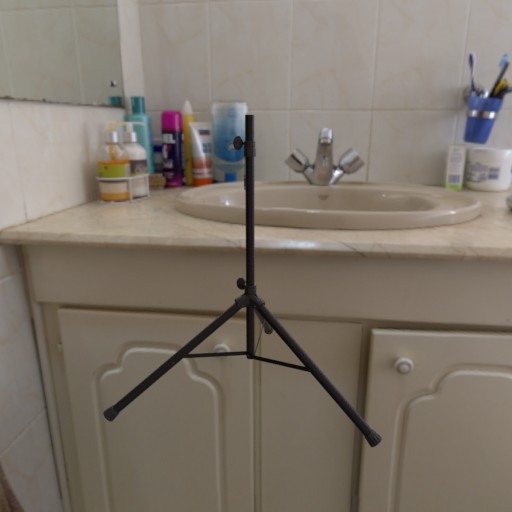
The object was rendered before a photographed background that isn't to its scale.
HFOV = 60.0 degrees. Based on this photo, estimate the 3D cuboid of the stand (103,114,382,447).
[{"bbox_3d":[0.000,0.000,1.886,1.045,1.136,0.907,3,16,10],"label":"stand"}]
